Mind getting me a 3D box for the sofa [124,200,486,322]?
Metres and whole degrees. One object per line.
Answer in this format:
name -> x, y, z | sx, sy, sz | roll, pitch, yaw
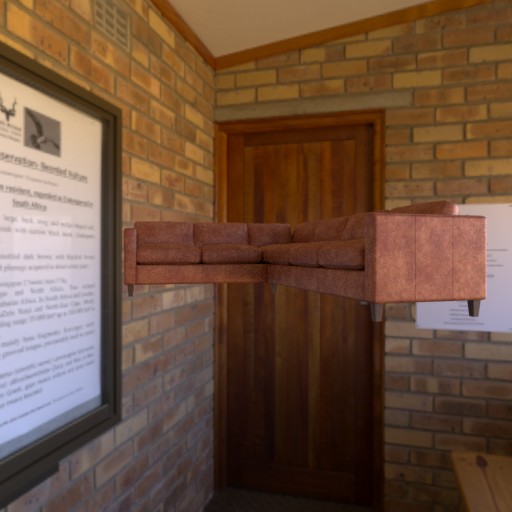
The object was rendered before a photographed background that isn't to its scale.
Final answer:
sofa -> 0.000, 0.000, 4.241 | 2.438, 0.838, 3.150 | 0, 0, -16
